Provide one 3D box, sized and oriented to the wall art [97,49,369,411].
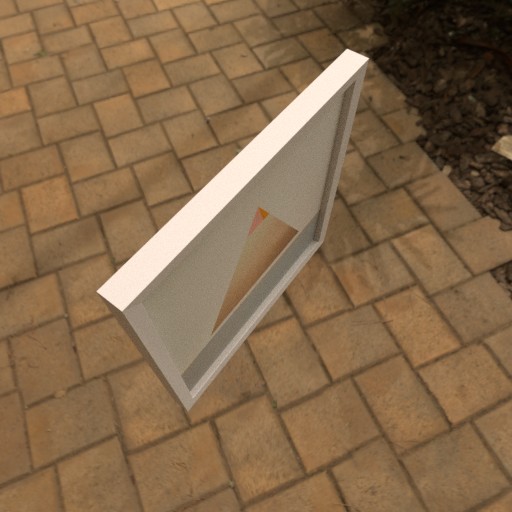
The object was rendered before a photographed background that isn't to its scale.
[{"bbox_3d":[0.000,0.000,1.983,0.098,1.291,1.289,33,65,18],"label":"wall art"}]
